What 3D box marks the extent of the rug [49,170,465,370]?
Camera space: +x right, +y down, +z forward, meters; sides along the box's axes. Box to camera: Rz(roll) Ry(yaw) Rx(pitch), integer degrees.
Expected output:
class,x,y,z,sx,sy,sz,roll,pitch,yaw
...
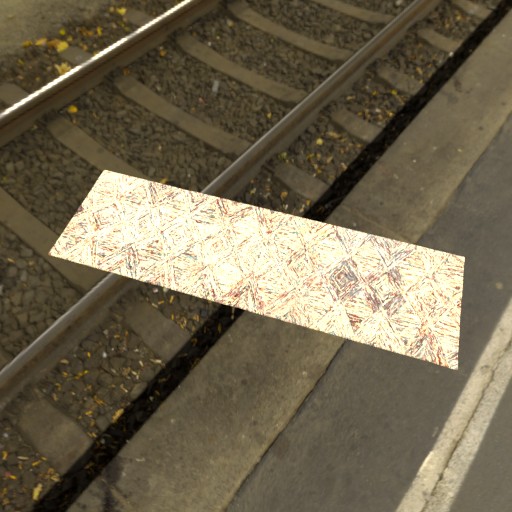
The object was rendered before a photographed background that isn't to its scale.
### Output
class,x,y,z,sx,sy,sz,roll,pitch,yaw
rug,0.000,0.000,2.541,2.292,0.015,0.688,15,59,9
